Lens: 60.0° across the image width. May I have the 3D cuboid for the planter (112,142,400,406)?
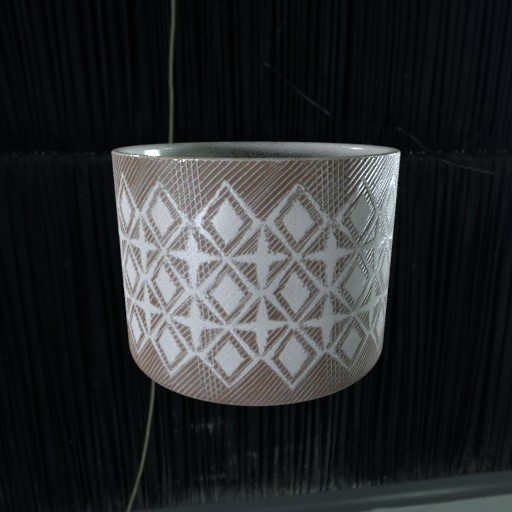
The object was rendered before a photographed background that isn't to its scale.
[{"bbox_3d":[0.000,0.000,0.218,0.126,0.104,0.126,0,17,0],"label":"planter"}]
